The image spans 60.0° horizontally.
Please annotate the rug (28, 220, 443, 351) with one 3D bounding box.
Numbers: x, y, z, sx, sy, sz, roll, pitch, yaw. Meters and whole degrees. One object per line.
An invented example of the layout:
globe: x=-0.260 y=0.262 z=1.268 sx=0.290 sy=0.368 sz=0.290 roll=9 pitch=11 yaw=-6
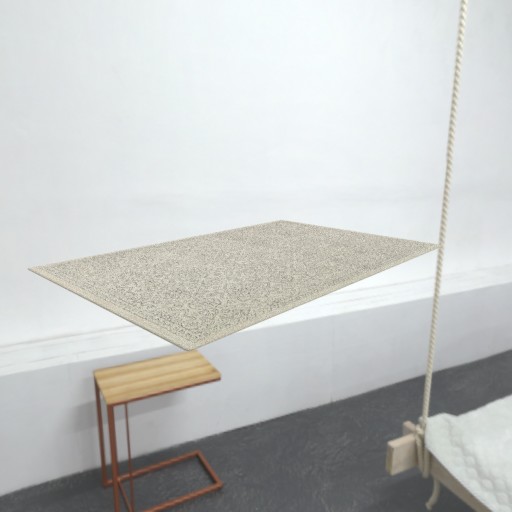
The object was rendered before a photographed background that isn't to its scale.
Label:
rug: x=0.000 y=0.000 z=2.884 sx=1.524 sy=0.011 sz=2.286 roll=14 pitch=20 yaw=42
